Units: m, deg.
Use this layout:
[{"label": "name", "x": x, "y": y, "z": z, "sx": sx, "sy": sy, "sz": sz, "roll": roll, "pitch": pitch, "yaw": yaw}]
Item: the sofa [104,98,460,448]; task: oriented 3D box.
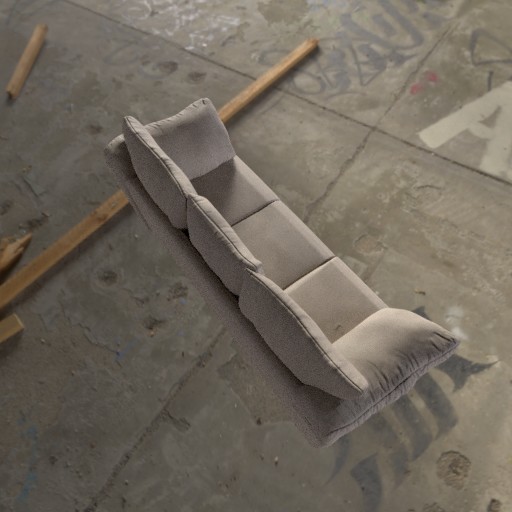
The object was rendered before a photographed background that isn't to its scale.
[{"label": "sofa", "x": 0.000, "y": 0.000, "z": 2.791, "sx": 0.878, "sy": 0.996, "sz": 2.334, "roll": -32, "pitch": 63, "yaw": -19}]
